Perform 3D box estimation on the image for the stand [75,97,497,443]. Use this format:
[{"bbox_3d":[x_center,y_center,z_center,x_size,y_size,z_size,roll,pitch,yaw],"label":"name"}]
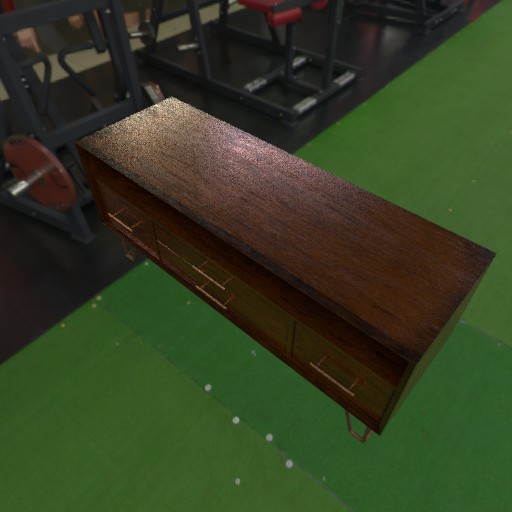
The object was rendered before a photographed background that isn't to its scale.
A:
[{"bbox_3d":[0.000,0.000,1.646,1.372,0.610,0.481,33,55,27],"label":"stand"}]
